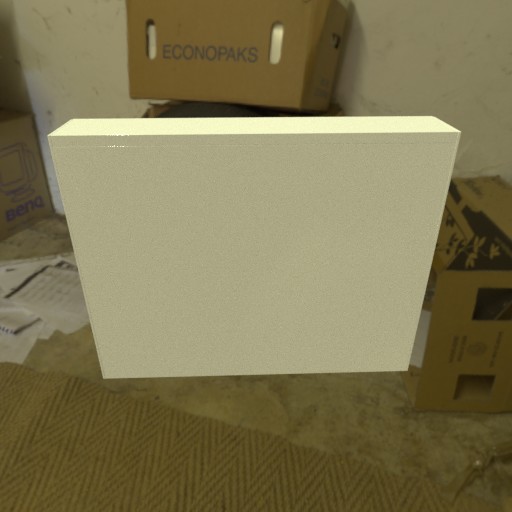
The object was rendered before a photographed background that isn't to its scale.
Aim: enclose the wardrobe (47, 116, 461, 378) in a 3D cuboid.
[{"bbox_3d":[0.000,0.000,4.041,3.000,2.360,0.580,-1,29,-2],"label":"wardrobe"}]
